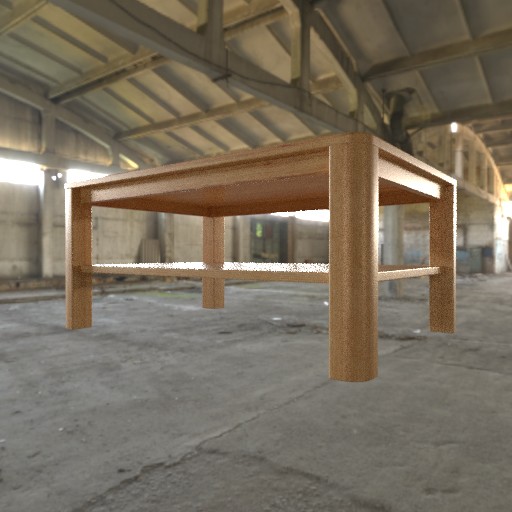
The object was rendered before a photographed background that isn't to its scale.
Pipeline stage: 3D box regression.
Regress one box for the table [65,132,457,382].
[{"bbox_3d":[0.000,0.000,1.347,0.997,0.445,0.696,0,0,37],"label":"table"}]
